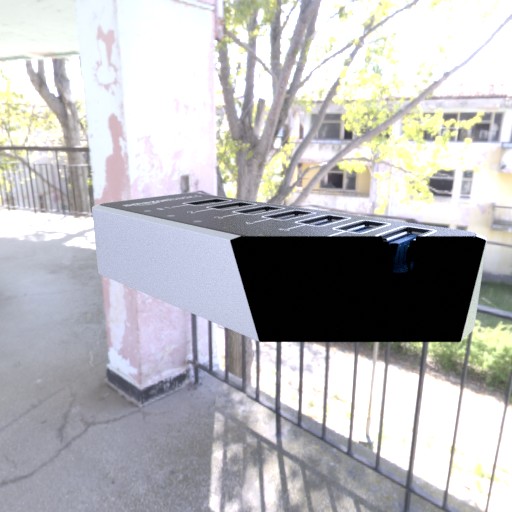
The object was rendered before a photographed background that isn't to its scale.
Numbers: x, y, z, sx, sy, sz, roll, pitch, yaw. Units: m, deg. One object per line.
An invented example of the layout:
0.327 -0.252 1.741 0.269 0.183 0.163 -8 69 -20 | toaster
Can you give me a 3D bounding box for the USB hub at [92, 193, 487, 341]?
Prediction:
0.000 0.000 0.127 0.110 0.023 0.044 14 21 41 | USB hub
